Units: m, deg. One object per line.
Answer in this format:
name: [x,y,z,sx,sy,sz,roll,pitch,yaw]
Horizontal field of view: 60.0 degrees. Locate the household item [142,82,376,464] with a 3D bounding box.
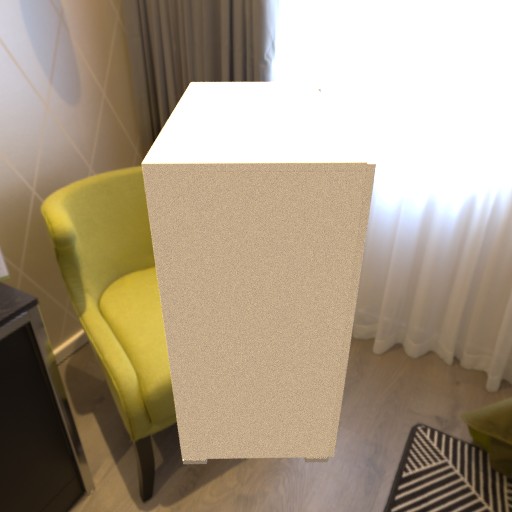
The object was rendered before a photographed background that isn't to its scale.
household item: [0.000,0.000,1.357,0.420,0.870,0.800,0,31,-1]
